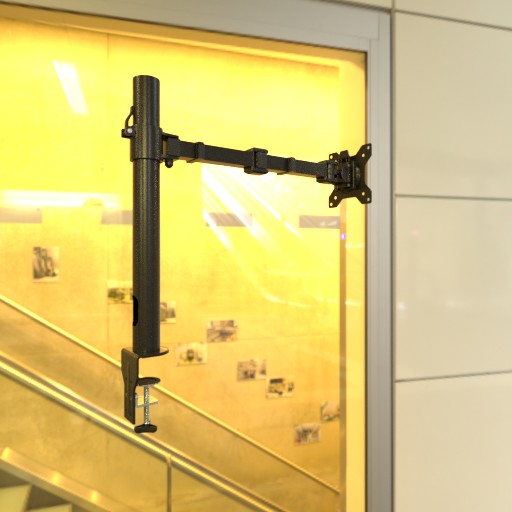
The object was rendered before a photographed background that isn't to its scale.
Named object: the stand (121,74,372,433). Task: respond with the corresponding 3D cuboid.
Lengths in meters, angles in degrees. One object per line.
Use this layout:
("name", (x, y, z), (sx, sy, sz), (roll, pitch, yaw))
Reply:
("stand", (0.000, 0.000, 0.754), (0.456, 0.510, 0.115), (0, 0, -35))
